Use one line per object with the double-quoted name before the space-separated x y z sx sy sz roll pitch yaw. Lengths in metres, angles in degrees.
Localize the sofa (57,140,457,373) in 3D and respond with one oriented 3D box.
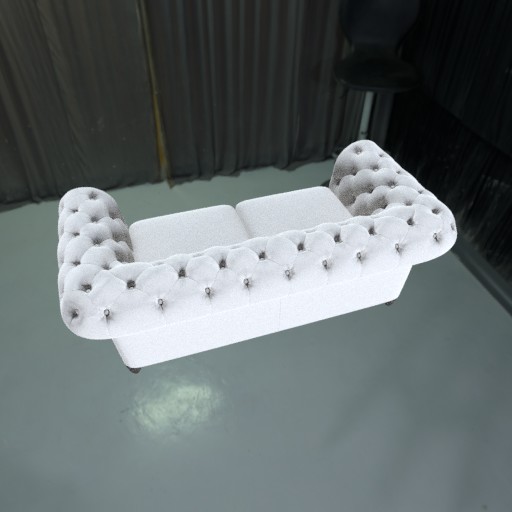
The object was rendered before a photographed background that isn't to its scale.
"sofa" 0.000 0.000 2.516 1.998 0.764 0.986 -12 44 -13
